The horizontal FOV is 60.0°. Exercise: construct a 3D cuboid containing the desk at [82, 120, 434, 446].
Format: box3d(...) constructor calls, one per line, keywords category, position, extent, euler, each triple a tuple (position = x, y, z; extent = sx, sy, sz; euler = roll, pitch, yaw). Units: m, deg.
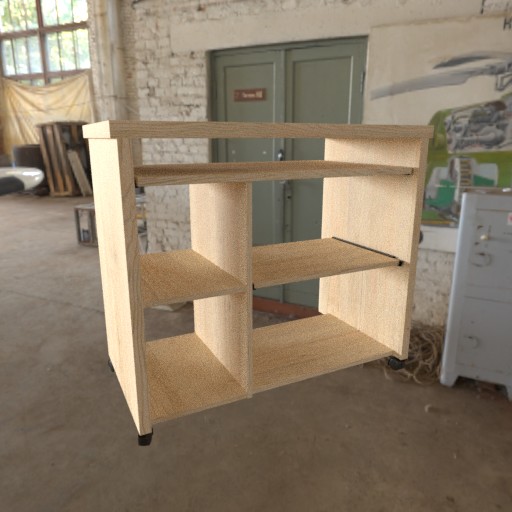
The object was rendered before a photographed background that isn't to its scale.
box3d(category="desk", position=(0.000, 0.000, 1.364), extent=(0.885, 0.770, 0.480), euler=(-7, 17, -26))
